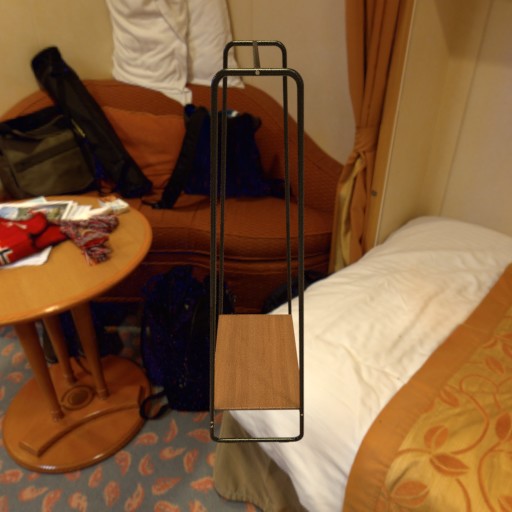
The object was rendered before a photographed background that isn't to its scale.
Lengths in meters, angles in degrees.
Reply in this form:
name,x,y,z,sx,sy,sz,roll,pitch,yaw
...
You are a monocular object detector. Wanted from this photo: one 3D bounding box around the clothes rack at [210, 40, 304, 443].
name,x,y,z,sx,sy,sz,roll,pitch,yaw
clothes rack,0.000,0.000,1.779,0.400,1.500,0.640,0,32,-1
